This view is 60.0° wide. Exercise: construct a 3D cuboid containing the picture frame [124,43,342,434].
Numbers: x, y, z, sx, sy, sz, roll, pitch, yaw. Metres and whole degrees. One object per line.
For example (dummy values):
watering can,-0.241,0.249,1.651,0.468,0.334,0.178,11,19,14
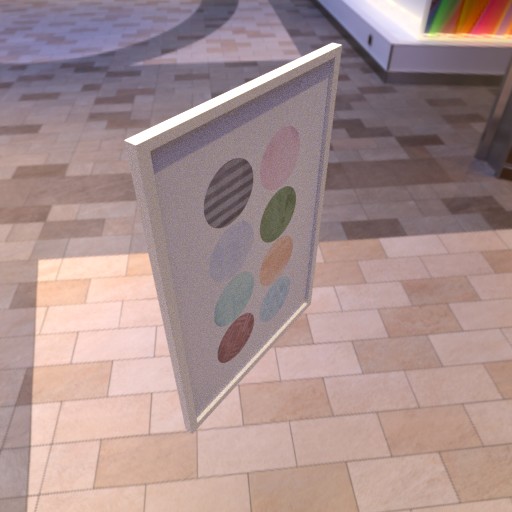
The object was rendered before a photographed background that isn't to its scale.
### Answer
picture frame,0.000,0.000,0.560,0.013,0.434,0.305,27,48,27
